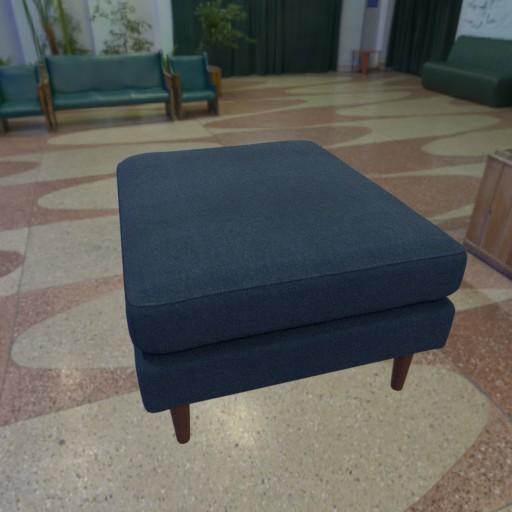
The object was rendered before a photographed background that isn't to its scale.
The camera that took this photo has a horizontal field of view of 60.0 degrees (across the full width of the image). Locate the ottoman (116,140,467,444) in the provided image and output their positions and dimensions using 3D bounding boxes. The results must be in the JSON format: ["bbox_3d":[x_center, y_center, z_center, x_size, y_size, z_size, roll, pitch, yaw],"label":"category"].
[{"bbox_3d":[0.000,0.000,1.237,0.693,0.474,0.821,-8,31,-14],"label":"ottoman"}]
